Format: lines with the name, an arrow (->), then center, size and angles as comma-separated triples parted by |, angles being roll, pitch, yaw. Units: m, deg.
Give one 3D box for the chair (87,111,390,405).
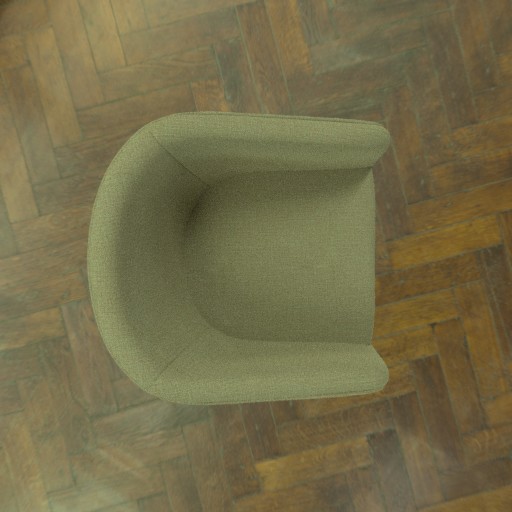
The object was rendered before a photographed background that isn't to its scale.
chair -> 0.000, 0.000, 1.171 | 0.616, 0.775, 0.584 | 0, 91, 0
